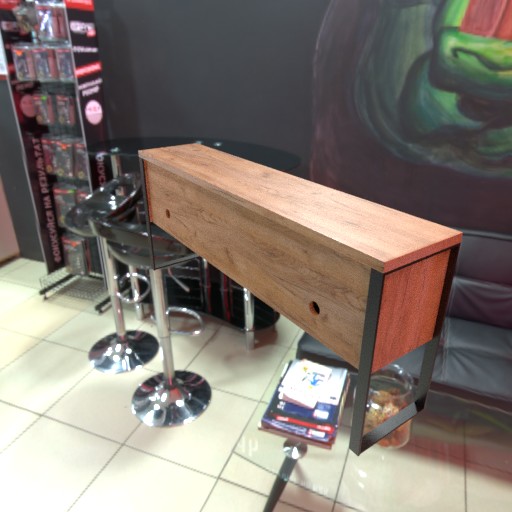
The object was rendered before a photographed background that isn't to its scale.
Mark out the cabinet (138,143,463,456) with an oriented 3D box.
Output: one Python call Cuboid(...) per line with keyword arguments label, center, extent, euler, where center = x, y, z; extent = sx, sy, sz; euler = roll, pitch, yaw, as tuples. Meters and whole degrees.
Cuboid(label="cabinet", center=(0.000, 0.000, 2.166), extent=(0.395, 0.762, 1.800), euler=(-17, 30, -32))
